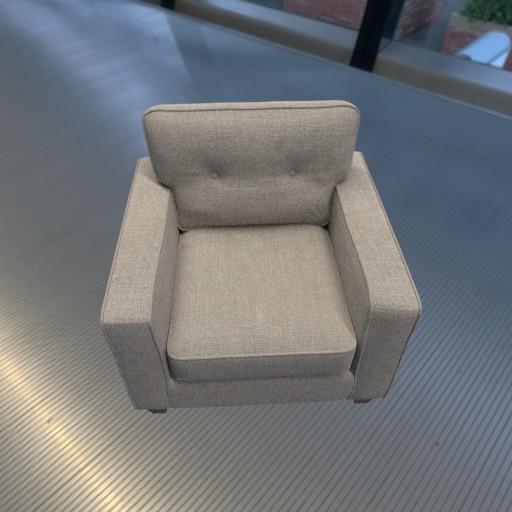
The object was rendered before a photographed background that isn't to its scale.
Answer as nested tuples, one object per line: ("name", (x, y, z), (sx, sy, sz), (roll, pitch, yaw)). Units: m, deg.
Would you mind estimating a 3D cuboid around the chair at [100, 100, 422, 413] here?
("chair", (0.000, 0.000, 1.768), (1.015, 0.965, 0.939), (-2, 45, -2))
